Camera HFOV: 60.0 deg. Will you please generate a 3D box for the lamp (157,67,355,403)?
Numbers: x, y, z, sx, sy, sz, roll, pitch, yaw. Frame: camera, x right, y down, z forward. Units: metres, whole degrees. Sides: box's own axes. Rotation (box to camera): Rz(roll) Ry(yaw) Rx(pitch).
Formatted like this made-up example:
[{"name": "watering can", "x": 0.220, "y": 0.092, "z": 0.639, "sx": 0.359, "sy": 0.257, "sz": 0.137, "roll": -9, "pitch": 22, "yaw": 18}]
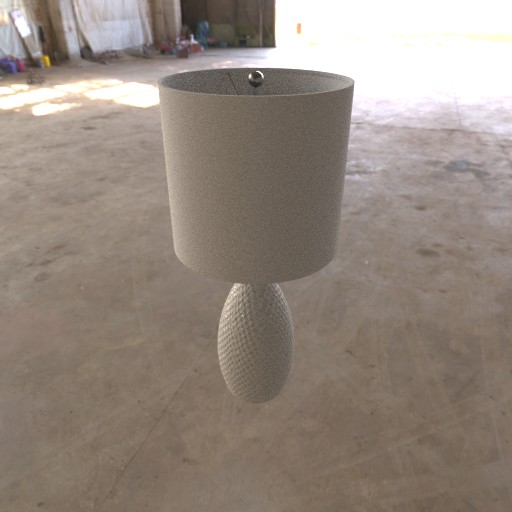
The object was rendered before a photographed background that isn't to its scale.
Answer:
[{"name": "lamp", "x": 0.000, "y": 0.000, "z": 0.601, "sx": 0.214, "sy": 0.466, "sz": 0.214, "roll": 22, "pitch": 36, "yaw": 34}]
